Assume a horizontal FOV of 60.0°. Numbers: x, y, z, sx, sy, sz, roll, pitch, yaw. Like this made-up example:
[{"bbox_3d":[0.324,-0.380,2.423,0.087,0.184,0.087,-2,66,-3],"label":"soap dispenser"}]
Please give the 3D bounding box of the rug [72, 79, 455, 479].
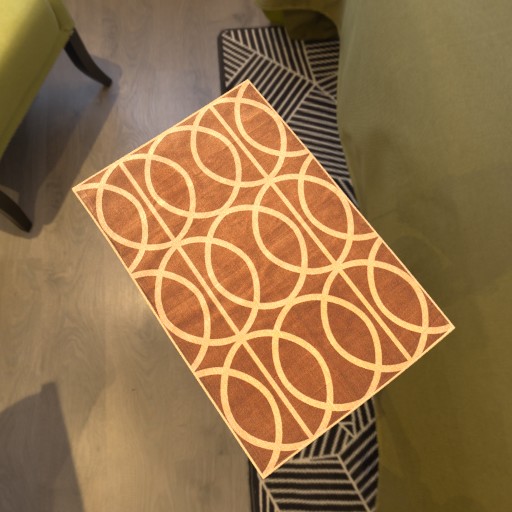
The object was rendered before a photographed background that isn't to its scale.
[{"bbox_3d":[0.000,0.000,2.963,1.526,0.014,2.290,-35,78,-9],"label":"rug"}]
